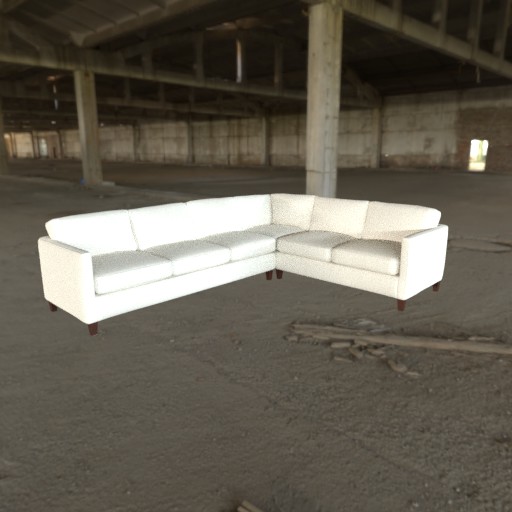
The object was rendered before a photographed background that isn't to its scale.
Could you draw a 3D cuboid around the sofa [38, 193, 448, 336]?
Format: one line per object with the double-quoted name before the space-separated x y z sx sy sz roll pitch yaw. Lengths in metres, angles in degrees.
"sofa" 0.000 0.000 4.458 2.593 0.947 3.302 13 19 42
